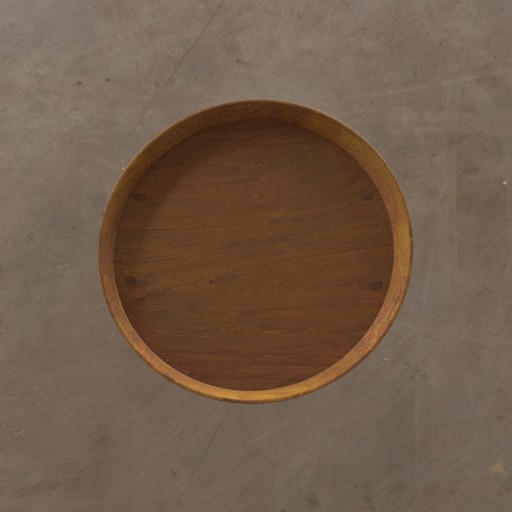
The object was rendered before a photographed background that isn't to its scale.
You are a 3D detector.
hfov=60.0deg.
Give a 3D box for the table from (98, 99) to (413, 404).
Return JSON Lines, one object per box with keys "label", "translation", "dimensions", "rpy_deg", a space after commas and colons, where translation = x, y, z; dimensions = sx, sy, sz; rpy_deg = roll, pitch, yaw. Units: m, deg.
{"label": "table", "translation": [0.000, 0.000, 1.645], "dimensions": [1.016, 0.470, 1.016], "rpy_deg": [0, 77, 0]}
